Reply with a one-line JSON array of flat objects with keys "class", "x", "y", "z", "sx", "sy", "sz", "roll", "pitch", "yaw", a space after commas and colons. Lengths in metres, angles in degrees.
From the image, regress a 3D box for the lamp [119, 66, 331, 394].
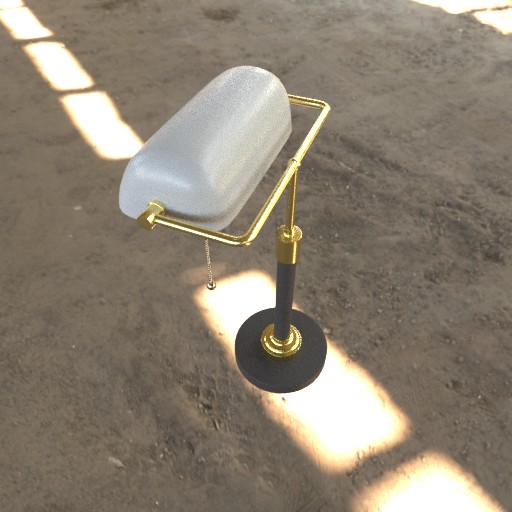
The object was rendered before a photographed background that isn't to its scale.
[{"class": "lamp", "x": 0.000, "y": 0.000, "z": 0.565, "sx": 0.227, "sy": 0.404, "sz": 0.269, "roll": 17, "pitch": 49, "yaw": 15}]
